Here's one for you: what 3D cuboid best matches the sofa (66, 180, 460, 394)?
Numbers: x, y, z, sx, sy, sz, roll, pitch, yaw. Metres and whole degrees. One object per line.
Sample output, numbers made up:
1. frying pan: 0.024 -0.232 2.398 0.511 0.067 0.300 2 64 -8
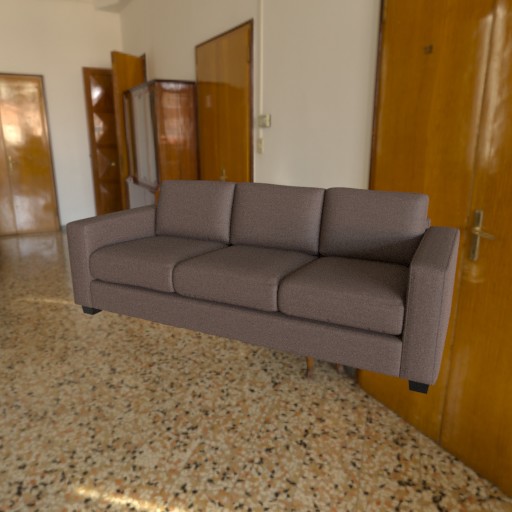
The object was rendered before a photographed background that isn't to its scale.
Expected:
1. sofa: 0.000 0.000 2.646 2.160 0.806 0.900 7 17 25
